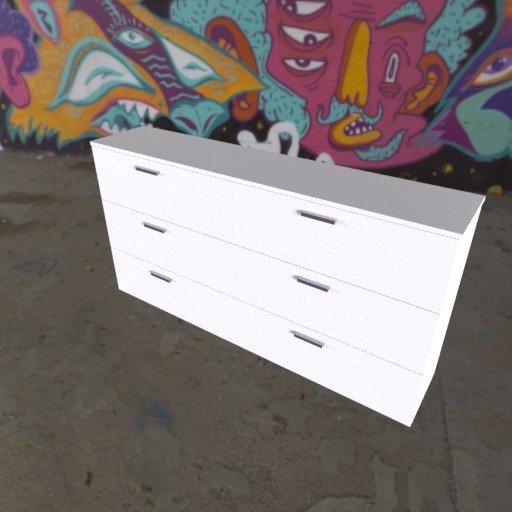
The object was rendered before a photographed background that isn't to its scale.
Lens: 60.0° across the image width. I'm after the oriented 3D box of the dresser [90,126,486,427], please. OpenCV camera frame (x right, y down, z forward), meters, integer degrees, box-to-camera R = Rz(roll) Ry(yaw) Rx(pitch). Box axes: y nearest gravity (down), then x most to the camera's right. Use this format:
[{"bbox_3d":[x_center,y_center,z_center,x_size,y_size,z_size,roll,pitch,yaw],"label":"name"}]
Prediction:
[{"bbox_3d":[0.000,0.000,1.860,1.535,0.790,0.333,19,36,29],"label":"dresser"}]
